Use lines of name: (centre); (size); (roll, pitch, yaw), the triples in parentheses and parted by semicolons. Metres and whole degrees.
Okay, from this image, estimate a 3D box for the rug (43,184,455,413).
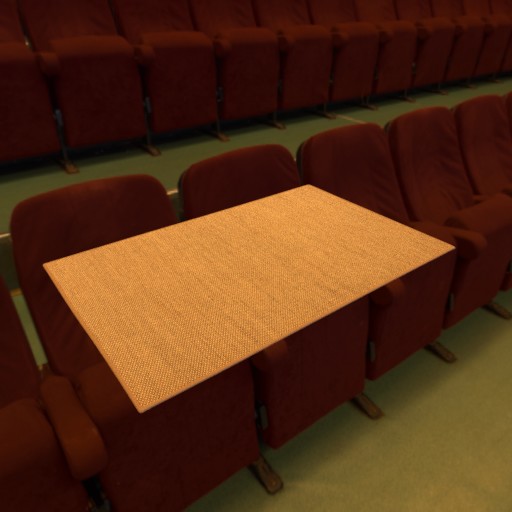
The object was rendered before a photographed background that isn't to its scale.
rug: (0.000, 0.000, 2.107); (1.668, 0.012, 1.061); (-21, 36, -31)
